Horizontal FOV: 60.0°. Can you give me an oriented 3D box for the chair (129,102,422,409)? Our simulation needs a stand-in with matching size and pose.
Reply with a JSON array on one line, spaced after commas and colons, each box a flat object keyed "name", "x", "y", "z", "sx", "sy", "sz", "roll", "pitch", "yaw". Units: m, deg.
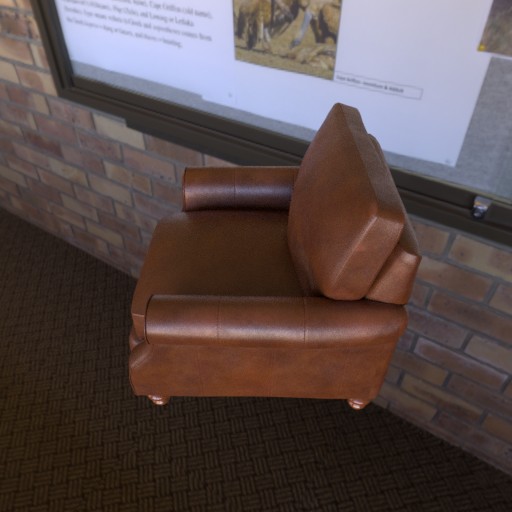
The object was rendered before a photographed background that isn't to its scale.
[{"name": "chair", "x": 0.000, "y": 0.000, "z": 1.769, "sx": 0.992, "sy": 0.972, "sz": 0.989, "roll": 1, "pitch": 41, "yaw": 1}]
